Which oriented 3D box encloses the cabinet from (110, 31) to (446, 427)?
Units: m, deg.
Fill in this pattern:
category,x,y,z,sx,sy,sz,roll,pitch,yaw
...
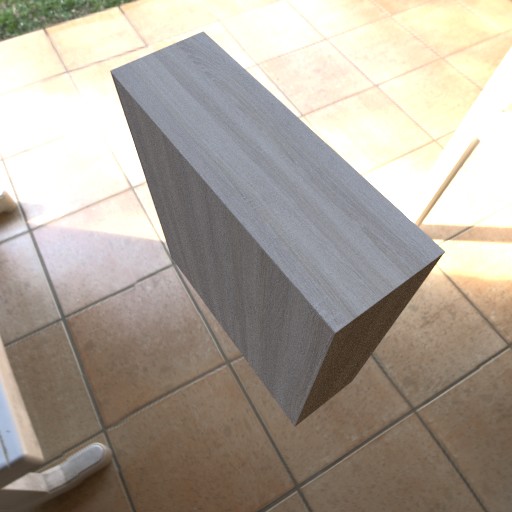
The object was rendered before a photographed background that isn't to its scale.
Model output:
category,x,y,z,sx,sy,sz,roll,pitch,yaw
cabinet,0.000,0.000,3.028,0.620,2.060,1.870,-32,65,-17
